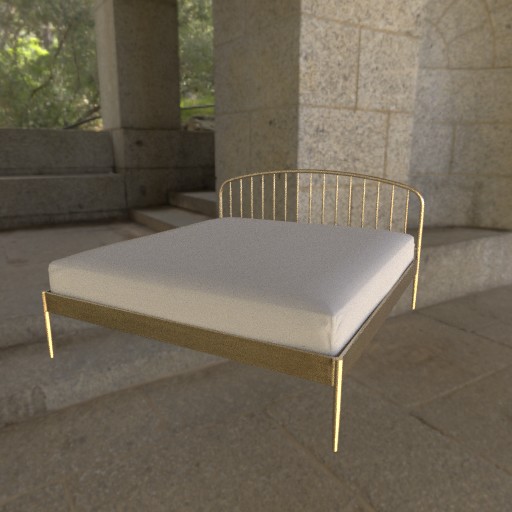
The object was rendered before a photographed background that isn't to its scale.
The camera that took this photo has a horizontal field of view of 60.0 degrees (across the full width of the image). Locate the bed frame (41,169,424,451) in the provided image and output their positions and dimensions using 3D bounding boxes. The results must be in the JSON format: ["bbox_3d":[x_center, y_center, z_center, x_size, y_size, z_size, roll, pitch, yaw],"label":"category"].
[{"bbox_3d":[0.000,0.000,3.291,2.016,1.174,2.152,7,16,28],"label":"bed frame"}]
